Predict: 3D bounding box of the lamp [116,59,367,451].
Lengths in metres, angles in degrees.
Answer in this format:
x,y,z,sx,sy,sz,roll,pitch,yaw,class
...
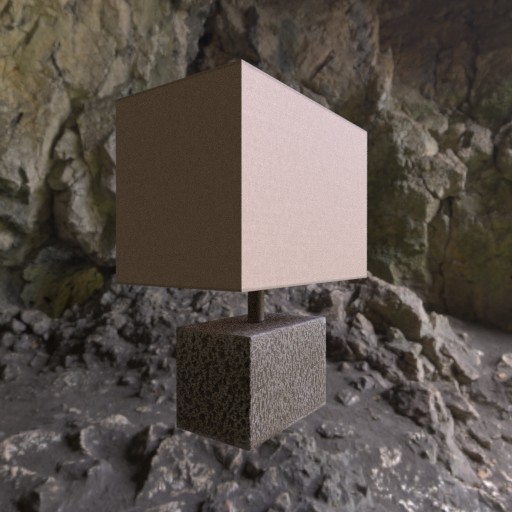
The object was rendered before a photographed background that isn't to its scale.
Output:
x,y,z,sx,sy,sz,roll,pitch,yaw,class
0.000,0.000,0.569,0.180,0.411,0.294,0,1,36,lamp
